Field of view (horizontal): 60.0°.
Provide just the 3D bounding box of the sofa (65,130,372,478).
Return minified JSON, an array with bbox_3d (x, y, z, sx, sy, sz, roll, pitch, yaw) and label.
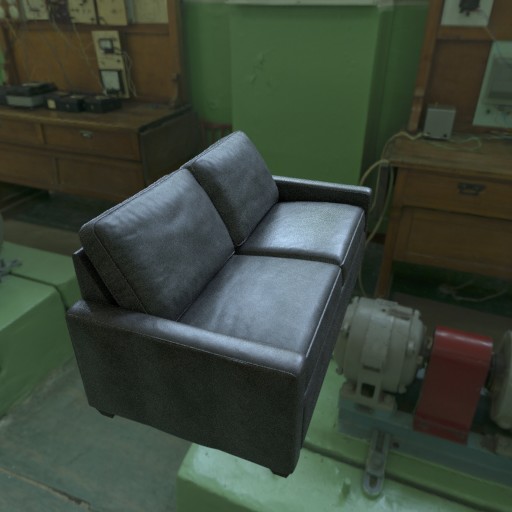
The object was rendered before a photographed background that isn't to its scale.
[{"bbox_3d":[0.000,0.000,2.289,0.939,0.916,1.732,11,32,18],"label":"sofa"}]
